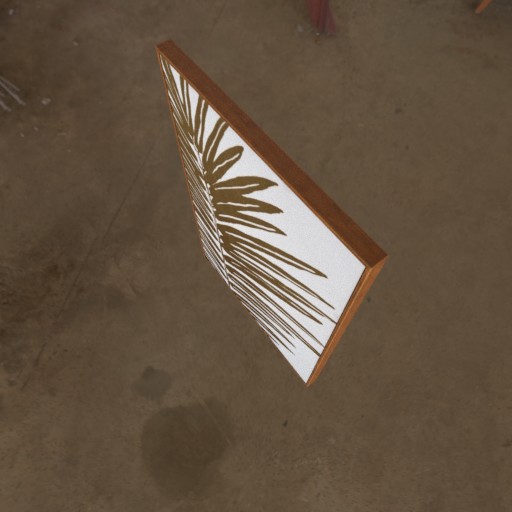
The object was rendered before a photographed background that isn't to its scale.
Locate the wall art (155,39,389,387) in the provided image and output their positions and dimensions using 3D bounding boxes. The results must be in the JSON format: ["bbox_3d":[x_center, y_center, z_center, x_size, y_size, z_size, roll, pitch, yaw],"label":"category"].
[{"bbox_3d":[0.000,0.000,1.175,0.037,0.914,0.610,-34,68,-16],"label":"wall art"}]
